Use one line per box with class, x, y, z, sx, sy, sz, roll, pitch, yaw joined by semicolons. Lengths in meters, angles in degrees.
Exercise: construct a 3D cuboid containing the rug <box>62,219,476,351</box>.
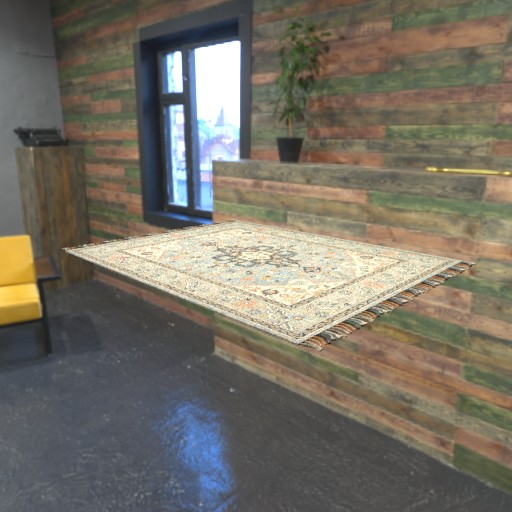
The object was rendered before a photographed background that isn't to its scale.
rug;0.000;0.000;2.263;1.730;0.009;1.278;14;20;43
